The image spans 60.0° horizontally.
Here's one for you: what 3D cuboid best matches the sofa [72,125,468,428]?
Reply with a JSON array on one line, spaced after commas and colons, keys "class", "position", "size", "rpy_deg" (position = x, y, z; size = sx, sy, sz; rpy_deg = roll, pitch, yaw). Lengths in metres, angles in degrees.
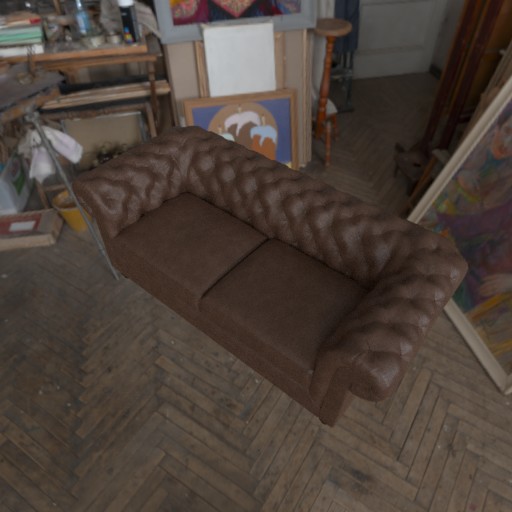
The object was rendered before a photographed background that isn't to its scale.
[{"class": "sofa", "position": [0.000, 0.000, 2.562], "size": [2.048, 0.784, 0.955], "rpy_deg": [30, 53, 26]}]
